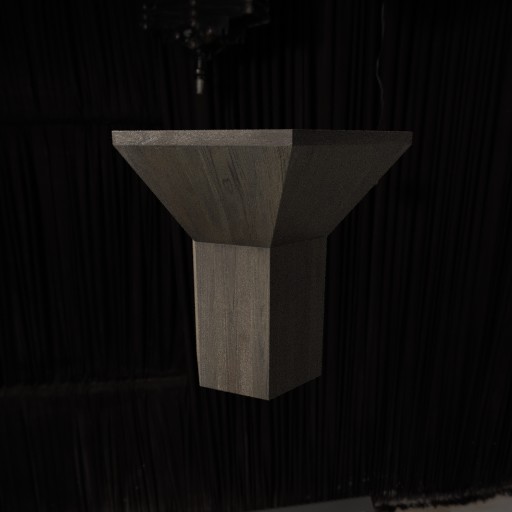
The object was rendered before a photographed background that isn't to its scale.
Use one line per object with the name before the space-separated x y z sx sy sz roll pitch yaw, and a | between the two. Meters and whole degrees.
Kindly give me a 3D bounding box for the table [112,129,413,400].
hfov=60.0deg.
table | 0.000 0.000 1.095 0.592 0.586 0.683 -2 15 -9
